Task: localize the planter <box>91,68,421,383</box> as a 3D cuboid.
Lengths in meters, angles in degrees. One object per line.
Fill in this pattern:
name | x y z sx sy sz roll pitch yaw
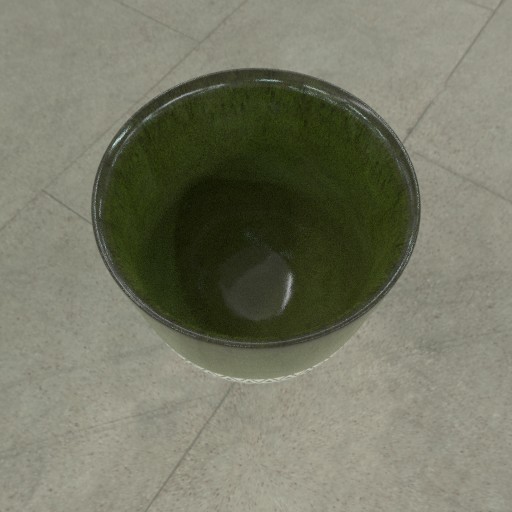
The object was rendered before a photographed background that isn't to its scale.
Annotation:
planter | 0.000 0.000 0.482 0.266 0.270 0.266 0 65 0
